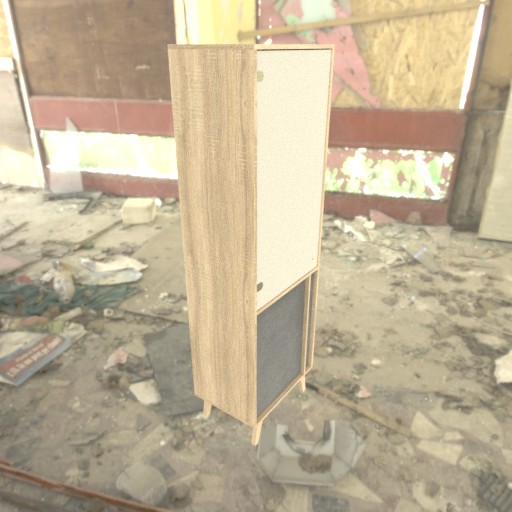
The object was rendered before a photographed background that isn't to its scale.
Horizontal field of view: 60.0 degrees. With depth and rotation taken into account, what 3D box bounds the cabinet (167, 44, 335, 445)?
[{"bbox_3d":[0.000,0.000,2.146,0.400,1.850,0.570,17,31,32],"label":"cabinet"}]
